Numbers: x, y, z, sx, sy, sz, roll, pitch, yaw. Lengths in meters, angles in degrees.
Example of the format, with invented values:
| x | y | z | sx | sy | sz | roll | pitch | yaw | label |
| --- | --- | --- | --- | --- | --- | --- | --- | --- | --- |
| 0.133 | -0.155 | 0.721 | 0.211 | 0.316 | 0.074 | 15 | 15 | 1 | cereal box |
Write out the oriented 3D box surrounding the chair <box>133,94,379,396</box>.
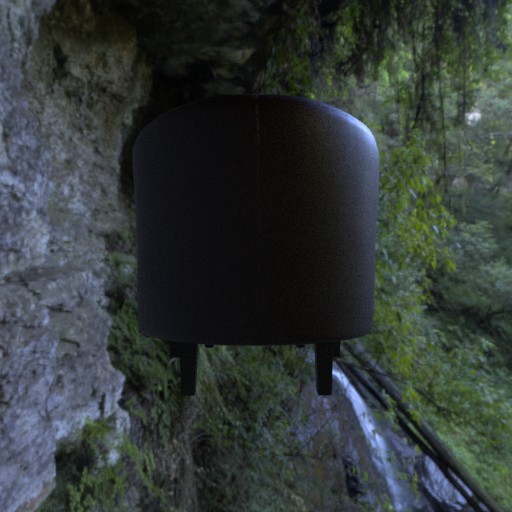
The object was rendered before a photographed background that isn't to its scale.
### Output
| x | y | z | sx | sy | sz | roll | pitch | yaw | label |
| --- | --- | --- | --- | --- | --- | --- | --- | --- | --- |
| 0.000 | 0.000 | 1.599 | 0.737 | 0.755 | 1.176 | 0 | 0 | -1 | chair |
